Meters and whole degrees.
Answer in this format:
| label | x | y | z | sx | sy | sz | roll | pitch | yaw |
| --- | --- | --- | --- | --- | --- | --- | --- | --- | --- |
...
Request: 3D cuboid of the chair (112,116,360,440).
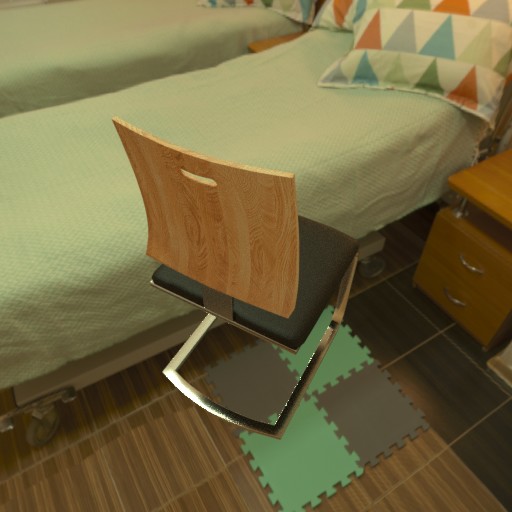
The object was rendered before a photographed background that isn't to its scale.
| label | x | y | z | sx | sy | sz | roll | pitch | yaw |
| --- | --- | --- | --- | --- | --- | --- | --- | --- | --- |
| chair | 0.000 | 0.000 | 1.230 | 0.462 | 0.936 | 0.560 | 22 | 50 | 20 |
